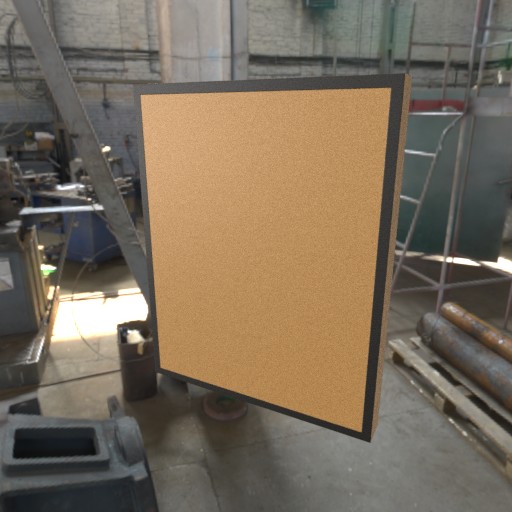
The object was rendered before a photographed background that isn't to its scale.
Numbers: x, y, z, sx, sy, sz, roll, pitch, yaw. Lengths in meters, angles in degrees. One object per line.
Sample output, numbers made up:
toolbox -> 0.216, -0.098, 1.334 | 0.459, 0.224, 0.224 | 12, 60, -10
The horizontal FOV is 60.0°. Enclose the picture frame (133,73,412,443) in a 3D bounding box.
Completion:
picture frame -> 0.000, 0.000, 0.713 | 0.421, 0.526, 0.046 | 9, 20, 27
